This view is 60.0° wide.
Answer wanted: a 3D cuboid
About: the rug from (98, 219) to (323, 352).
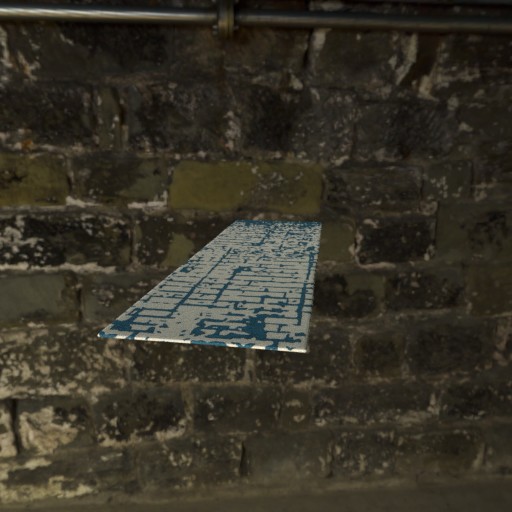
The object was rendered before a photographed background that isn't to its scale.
[{"bbox_3d":[0.000,0.000,2.692,0.750,0.011,2.435,2,15,9],"label":"rug"}]
